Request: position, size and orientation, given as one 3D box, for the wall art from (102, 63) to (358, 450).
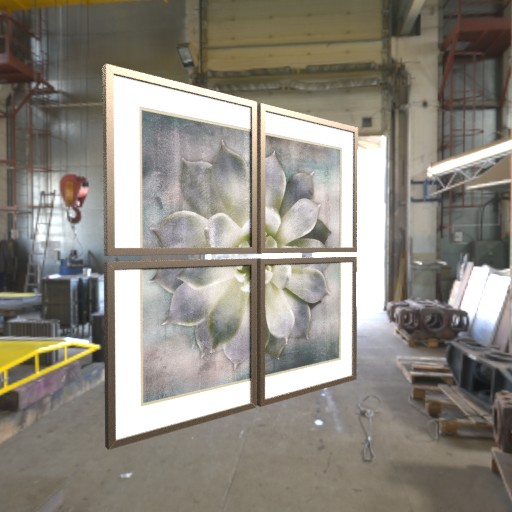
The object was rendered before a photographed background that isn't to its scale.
[{"bbox_3d":[0.000,0.000,1.511,1.032,1.032,0.030,-1,2,-38],"label":"wall art"}]
